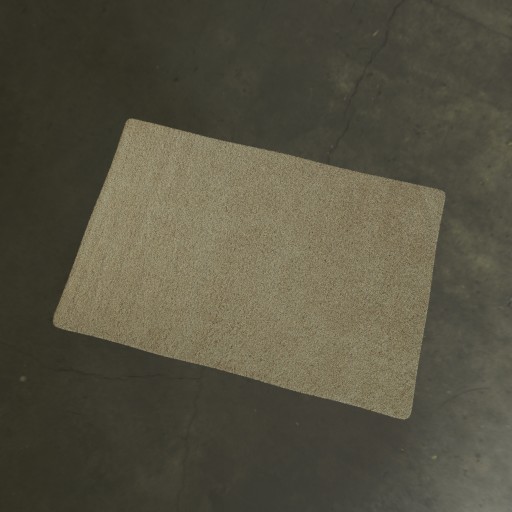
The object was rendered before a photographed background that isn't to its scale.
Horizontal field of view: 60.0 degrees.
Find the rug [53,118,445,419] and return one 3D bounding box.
[{"bbox_3d":[0.000,0.000,3.440,2.700,0.024,1.801,14,76,4],"label":"rug"}]
